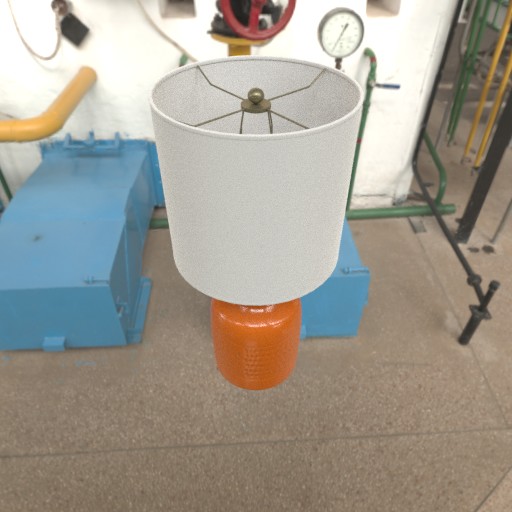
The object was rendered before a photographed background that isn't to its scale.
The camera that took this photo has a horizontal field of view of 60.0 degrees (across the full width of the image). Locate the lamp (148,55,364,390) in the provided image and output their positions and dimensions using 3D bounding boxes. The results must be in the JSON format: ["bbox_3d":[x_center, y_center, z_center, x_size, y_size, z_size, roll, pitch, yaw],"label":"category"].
[{"bbox_3d":[0.000,0.000,1.156,0.418,0.871,0.418,-2,41,-2],"label":"lamp"}]
